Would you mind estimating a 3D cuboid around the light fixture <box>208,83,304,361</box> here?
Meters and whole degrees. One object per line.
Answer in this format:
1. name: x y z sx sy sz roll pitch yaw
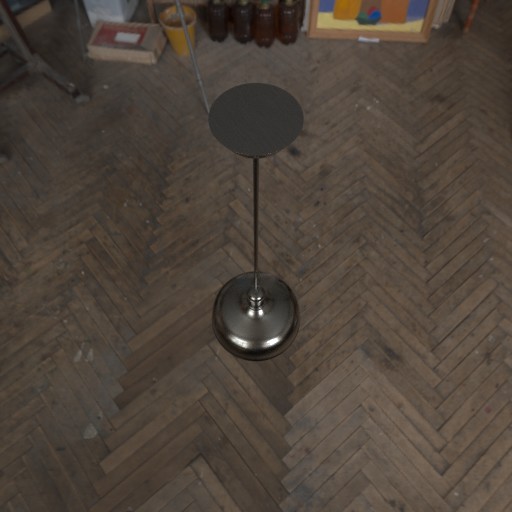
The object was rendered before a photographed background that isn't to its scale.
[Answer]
1. light fixture: 0.000 0.000 1.081 0.299 0.935 0.299 -31 68 -14
